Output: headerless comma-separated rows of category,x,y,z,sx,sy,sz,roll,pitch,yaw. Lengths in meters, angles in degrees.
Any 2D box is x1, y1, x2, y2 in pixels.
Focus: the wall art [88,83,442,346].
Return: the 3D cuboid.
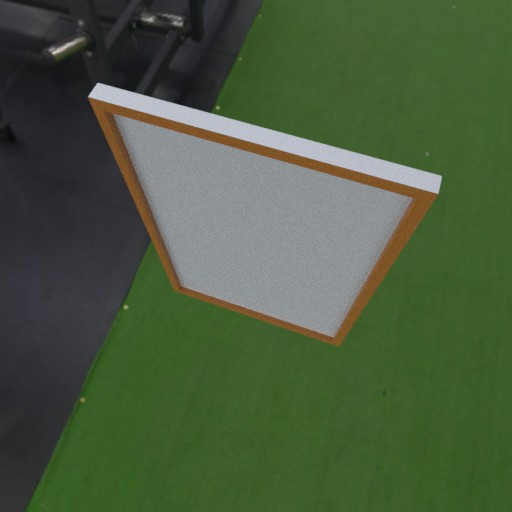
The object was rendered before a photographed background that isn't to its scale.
wall art,0.000,0.000,1.146,0.610,0.916,0.037,18,65,8
